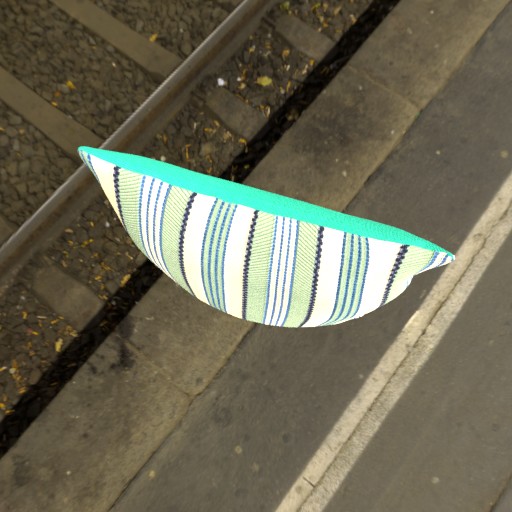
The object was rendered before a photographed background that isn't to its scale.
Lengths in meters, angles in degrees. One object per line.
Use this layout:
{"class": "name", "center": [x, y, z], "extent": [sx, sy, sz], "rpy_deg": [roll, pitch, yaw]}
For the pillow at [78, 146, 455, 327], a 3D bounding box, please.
{"class": "pillow", "center": [0.000, 0.000, 0.685], "extent": [0.440, 0.441, 0.182], "rpy_deg": [16, 75, 5]}
